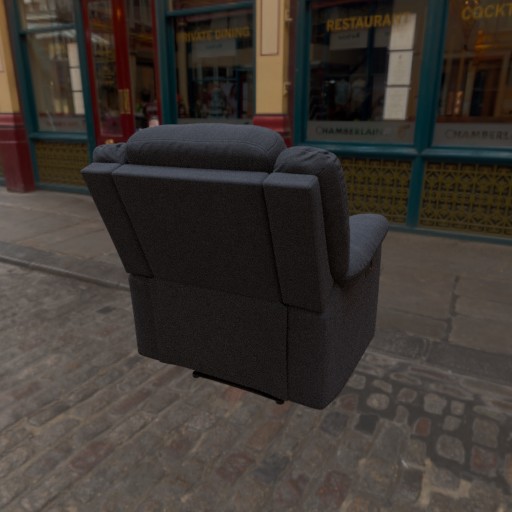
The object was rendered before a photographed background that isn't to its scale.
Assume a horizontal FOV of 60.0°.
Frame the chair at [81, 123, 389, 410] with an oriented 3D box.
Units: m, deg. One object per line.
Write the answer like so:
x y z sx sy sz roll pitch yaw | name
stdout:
0.000 0.000 1.751 0.899 1.008 0.944 9 19 27 | chair
